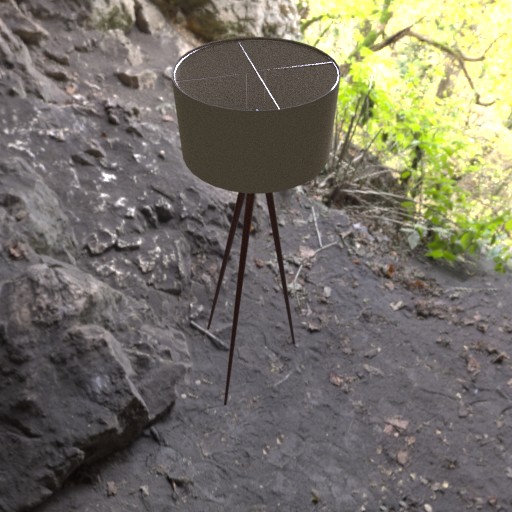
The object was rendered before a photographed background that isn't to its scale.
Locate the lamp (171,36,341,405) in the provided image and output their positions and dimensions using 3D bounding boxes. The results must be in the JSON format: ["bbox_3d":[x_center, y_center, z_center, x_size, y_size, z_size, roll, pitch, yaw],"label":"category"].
[{"bbox_3d":[0.000,0.000,1.831,0.483,1.553,0.483,-11,47,-10],"label":"lamp"}]
